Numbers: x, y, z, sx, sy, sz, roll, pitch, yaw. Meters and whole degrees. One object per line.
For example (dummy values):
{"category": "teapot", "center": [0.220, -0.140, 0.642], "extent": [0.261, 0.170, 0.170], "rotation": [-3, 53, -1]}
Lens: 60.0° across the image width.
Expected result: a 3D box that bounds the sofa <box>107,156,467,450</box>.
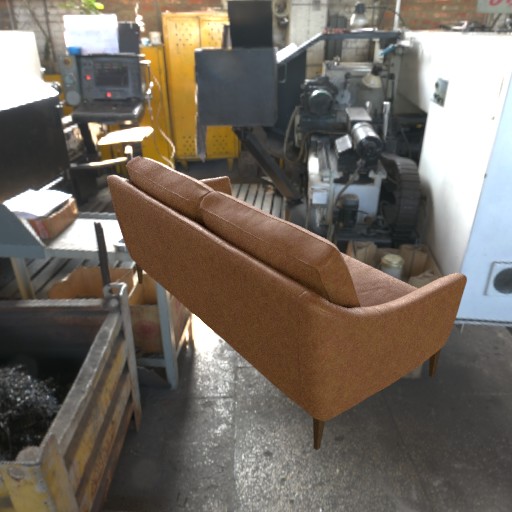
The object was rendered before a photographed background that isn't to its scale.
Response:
{"category": "sofa", "center": [0.000, 0.000, 2.582], "extent": [0.981, 0.945, 2.036], "rotation": [-20, 33, -33]}
